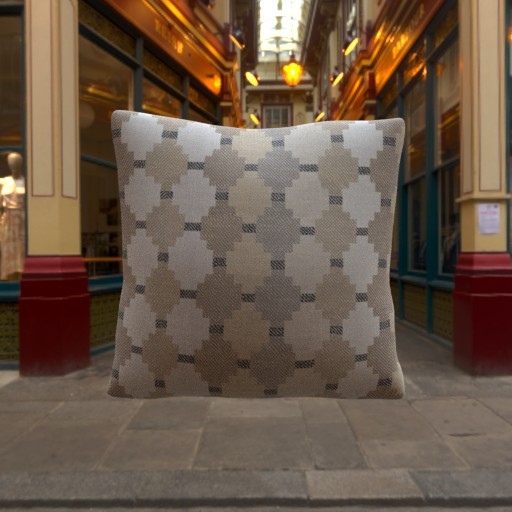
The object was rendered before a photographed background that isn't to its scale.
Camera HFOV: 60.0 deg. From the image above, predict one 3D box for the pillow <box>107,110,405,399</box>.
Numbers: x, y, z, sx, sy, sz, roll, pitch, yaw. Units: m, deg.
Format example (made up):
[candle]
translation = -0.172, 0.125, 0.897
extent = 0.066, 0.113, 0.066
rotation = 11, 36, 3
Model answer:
[pillow]
translation = 0.000, 0.000, 0.856
extent = 0.578, 0.558, 0.192
rotation = 0, 1, 0
